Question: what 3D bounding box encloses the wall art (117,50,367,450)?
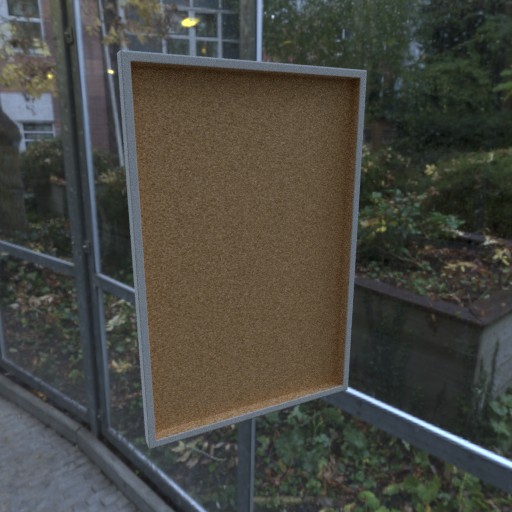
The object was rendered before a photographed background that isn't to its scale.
[{"bbox_3d":[0.000,0.000,1.131,0.610,0.914,0.038,-7,17,-25],"label":"wall art"}]
